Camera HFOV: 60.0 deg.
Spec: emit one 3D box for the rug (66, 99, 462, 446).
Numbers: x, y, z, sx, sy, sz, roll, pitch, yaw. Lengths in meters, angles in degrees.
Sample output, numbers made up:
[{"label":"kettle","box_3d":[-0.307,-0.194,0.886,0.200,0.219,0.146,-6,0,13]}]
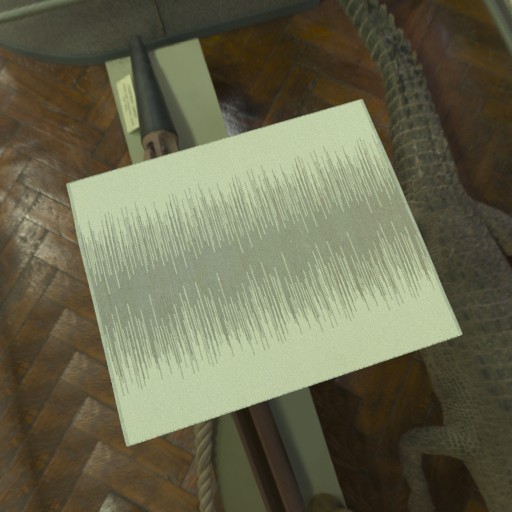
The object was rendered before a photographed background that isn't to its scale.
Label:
[{"label":"rug","box_3d":[0.000,0.000,4.054,3.037,0.010,2.453,-17,77,-4]}]
